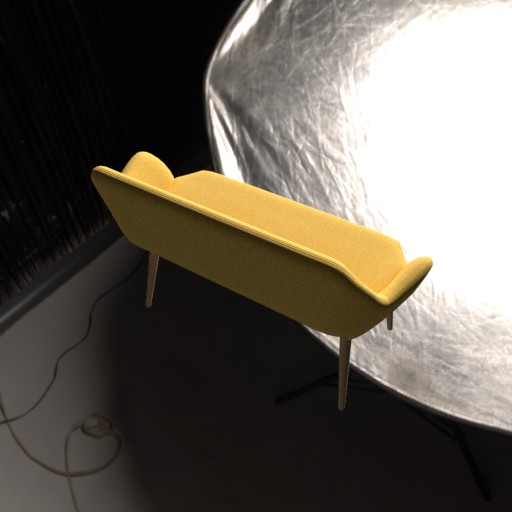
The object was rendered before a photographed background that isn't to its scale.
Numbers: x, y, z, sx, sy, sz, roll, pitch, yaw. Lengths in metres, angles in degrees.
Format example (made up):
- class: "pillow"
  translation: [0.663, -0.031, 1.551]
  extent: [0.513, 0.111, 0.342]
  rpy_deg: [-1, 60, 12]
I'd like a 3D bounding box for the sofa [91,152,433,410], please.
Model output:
- class: "sofa"
  translation: [0.000, 0.000, 1.634]
  extent: [1.150, 0.840, 0.610]
  rpy_deg: [23, 50, 21]
